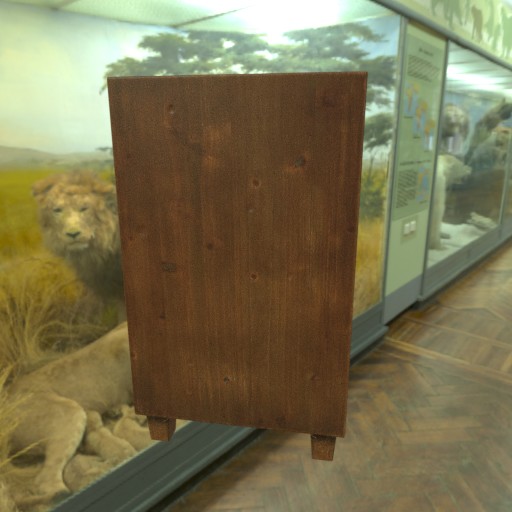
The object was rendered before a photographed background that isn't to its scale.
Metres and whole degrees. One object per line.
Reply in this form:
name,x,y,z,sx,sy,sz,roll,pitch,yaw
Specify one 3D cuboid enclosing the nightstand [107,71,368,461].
nightstand,0.000,0.000,0.981,0.410,0.695,0.465,3,16,10
